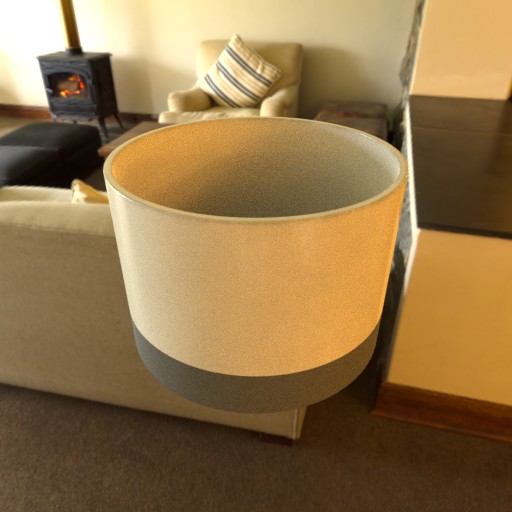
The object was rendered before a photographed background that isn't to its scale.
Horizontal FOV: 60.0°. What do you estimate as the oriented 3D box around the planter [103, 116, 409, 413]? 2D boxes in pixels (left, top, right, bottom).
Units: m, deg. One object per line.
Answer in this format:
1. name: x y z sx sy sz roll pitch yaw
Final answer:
1. planter: 0.000 0.000 0.221 0.128 0.105 0.128 0 32 0
